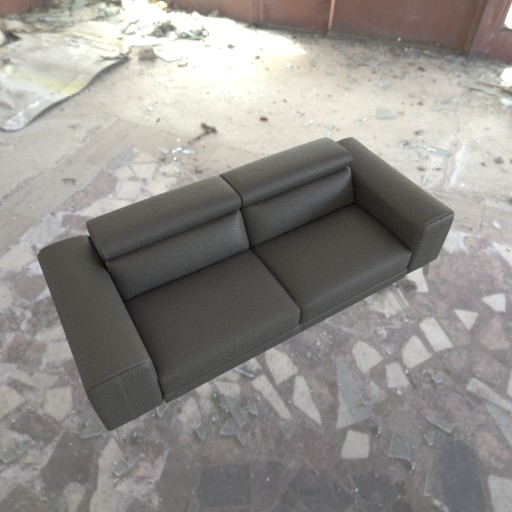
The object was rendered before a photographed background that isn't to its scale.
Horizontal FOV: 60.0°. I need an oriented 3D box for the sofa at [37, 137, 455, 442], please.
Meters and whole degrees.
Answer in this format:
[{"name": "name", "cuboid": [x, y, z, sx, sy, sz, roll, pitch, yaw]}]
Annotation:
[{"name": "sofa", "cuboid": [0.000, 0.000, 2.761, 2.321, 0.759, 1.023, -24, 51, -21]}]
